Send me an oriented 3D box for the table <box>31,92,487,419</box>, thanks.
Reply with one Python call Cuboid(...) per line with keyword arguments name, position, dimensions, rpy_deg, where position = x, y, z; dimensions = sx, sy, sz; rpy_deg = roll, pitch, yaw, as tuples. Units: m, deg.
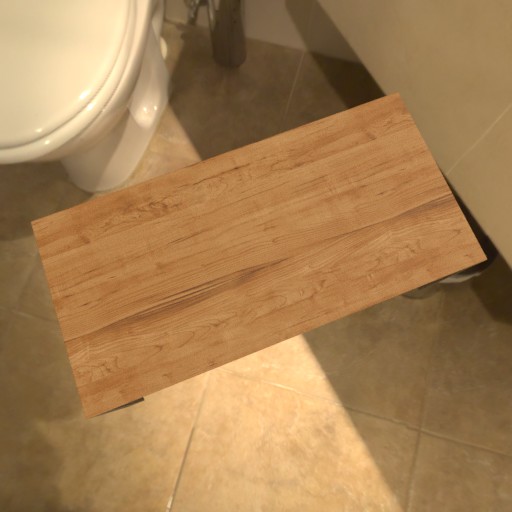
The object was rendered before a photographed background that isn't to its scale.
Cuboid(name="table", position=(0.000, 0.000, 1.466), dimensions=(1.180, 0.400, 0.590), rpy_deg=(-21, 77, -5))
